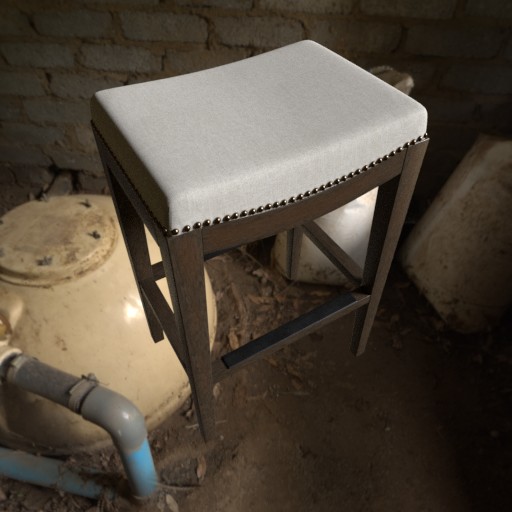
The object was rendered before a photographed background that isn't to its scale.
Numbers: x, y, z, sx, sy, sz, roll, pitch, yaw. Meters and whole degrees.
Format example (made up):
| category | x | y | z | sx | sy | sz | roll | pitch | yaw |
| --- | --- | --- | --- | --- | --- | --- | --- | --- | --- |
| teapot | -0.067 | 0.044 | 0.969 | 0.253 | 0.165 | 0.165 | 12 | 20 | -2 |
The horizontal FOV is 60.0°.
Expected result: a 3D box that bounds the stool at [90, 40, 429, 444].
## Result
| category | x | y | z | sx | sy | sz | roll | pitch | yaw |
| --- | --- | --- | --- | --- | --- | --- | --- | --- | --- |
| stool | 0.000 | 0.000 | 1.002 | 0.498 | 0.759 | 0.358 | -23 | 51 | -20 |
